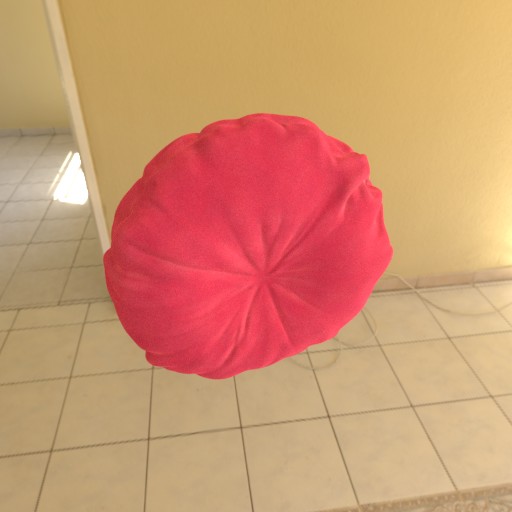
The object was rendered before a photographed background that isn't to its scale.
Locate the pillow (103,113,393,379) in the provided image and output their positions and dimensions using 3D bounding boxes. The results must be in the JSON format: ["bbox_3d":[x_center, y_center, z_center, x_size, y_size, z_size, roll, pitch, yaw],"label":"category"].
[{"bbox_3d":[0.000,0.000,0.658,0.428,0.407,0.148,-10,35,-15],"label":"pillow"}]
